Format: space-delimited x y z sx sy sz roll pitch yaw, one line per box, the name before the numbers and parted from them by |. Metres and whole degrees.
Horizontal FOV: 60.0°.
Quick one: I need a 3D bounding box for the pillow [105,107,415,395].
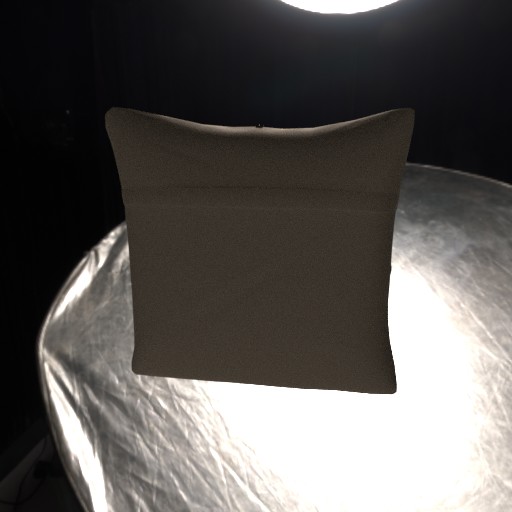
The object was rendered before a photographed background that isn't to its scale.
pillow | 0.000 0.000 0.732 0.484 0.470 0.192 2 15 9
